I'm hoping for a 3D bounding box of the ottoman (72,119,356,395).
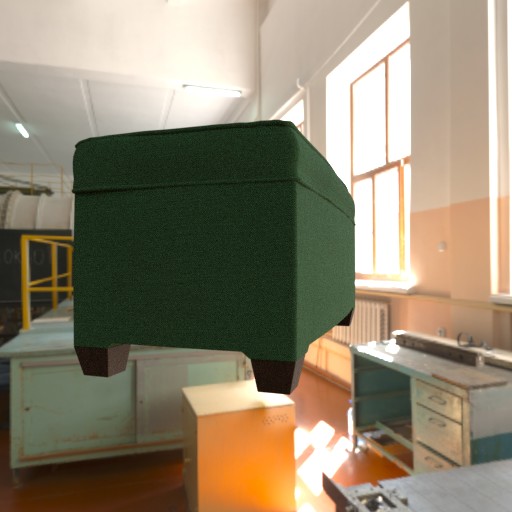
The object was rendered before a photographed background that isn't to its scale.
[{"bbox_3d":[0.000,0.000,1.214,0.483,0.471,0.957,0,-1,18],"label":"ottoman"}]
